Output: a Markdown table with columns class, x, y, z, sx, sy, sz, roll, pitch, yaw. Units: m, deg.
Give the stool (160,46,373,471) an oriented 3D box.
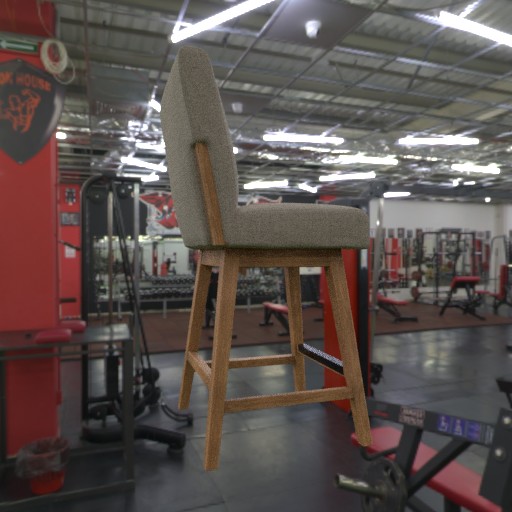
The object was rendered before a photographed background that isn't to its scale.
| class | x | y | z | sx | sy | sz | roll | pitch | yaw |
| --- | --- | --- | --- | --- | --- | --- | --- | --- | --- |
| stool | 0.000 | 0.000 | 1.317 | 0.526 | 1.010 | 0.459 | 0 | 0 | -18 |
